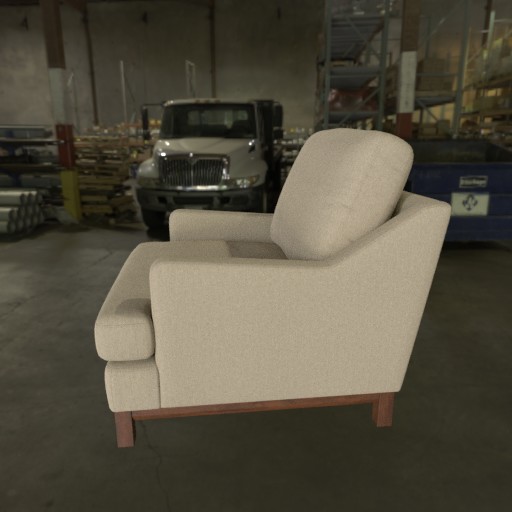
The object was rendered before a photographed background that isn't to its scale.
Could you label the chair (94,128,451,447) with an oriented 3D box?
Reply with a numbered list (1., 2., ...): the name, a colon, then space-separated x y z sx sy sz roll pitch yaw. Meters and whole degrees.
1. chair: 0.000 0.000 1.650 1.001 0.916 0.912 -2 15 -7
